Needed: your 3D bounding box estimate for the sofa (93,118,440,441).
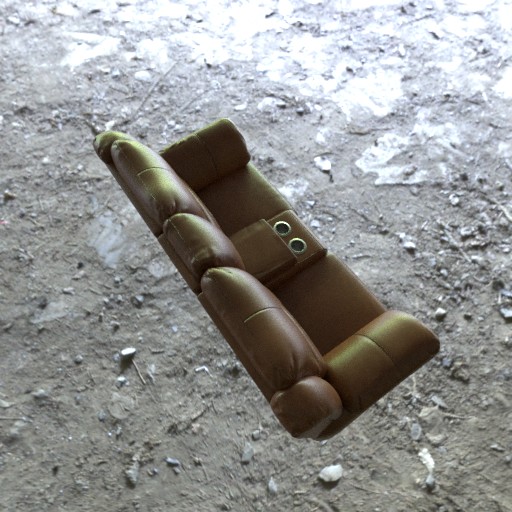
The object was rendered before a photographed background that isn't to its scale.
[{"bbox_3d":[0.000,0.000,2.610,0.991,1.043,2.058,-30,63,-17],"label":"sofa"}]
